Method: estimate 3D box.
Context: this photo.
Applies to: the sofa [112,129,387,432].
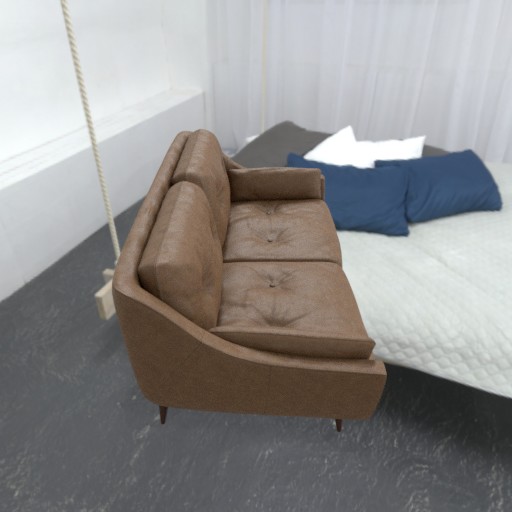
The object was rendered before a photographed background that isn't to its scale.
[{"bbox_3d":[0.000,0.000,2.287,0.981,0.886,1.731,0,33,0],"label":"sofa"}]
